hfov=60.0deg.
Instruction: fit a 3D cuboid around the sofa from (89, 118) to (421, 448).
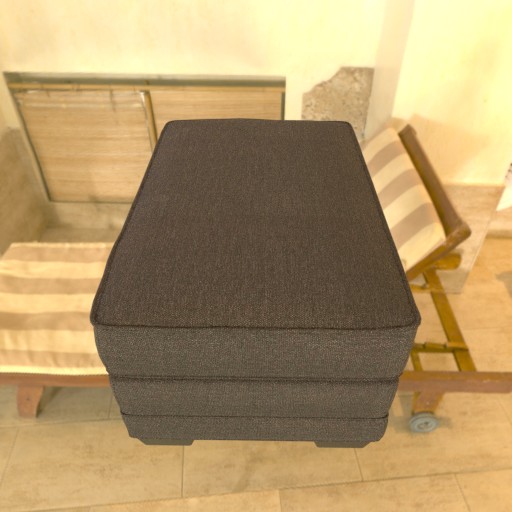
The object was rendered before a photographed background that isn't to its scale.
[{"bbox_3d":[0.000,0.000,1.186,0.578,0.457,0.854,1,40,1],"label":"sofa"}]
